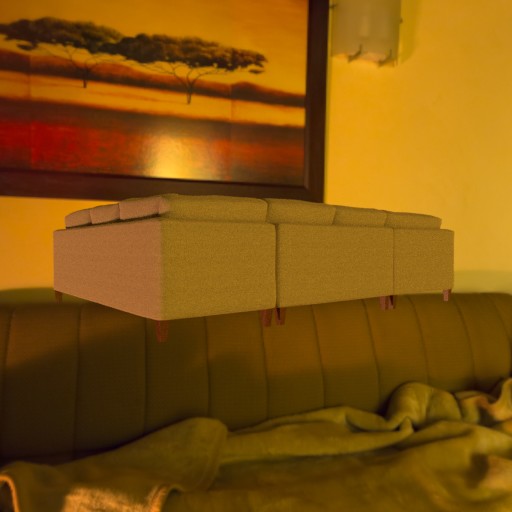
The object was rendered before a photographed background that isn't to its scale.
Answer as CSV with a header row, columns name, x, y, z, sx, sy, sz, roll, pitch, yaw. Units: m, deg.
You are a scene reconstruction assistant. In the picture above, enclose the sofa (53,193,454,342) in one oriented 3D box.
name,x,y,z,sx,sy,sz,roll,pitch,yaw
sofa,0.000,0.000,4.697,3.460,0.961,2.594,-1,2,-38
